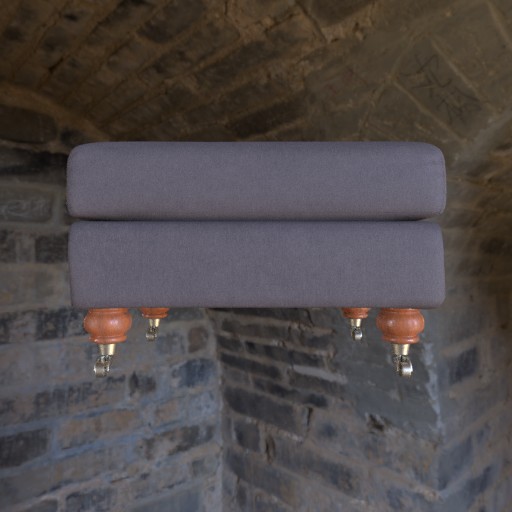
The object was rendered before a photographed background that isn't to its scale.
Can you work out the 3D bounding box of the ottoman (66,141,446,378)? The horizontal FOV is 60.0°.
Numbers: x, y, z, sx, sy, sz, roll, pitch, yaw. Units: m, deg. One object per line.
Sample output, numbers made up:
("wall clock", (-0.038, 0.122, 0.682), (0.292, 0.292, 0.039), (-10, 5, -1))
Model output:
("ottoman", (0.000, 0.000, 1.133), (0.773, 0.497, 0.574), (0, -1, 0))
